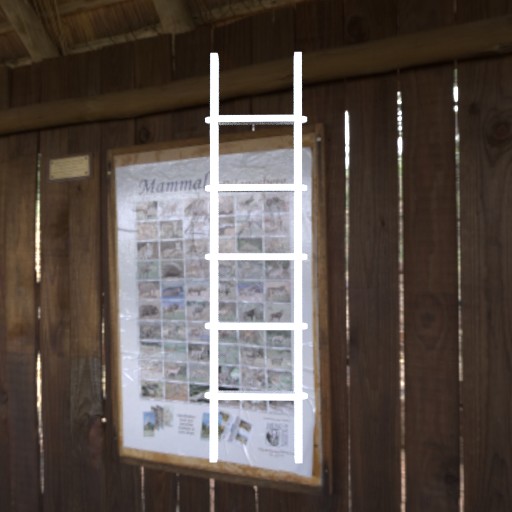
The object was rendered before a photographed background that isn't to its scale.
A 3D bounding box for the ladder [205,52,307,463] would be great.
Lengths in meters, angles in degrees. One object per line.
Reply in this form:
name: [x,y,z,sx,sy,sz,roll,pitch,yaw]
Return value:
ladder: [0.000,0.000,1.967,0.452,1.797,0.051,0,-1,1]
